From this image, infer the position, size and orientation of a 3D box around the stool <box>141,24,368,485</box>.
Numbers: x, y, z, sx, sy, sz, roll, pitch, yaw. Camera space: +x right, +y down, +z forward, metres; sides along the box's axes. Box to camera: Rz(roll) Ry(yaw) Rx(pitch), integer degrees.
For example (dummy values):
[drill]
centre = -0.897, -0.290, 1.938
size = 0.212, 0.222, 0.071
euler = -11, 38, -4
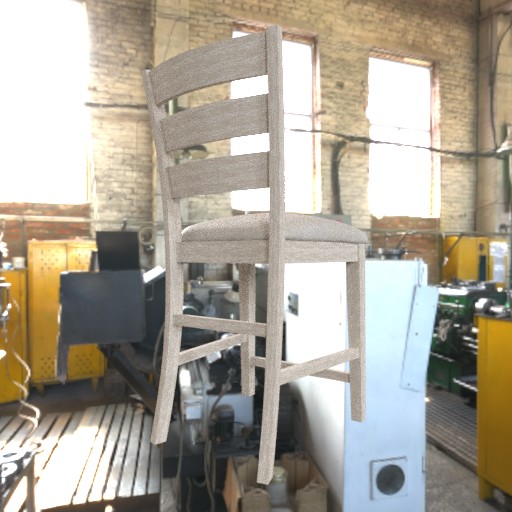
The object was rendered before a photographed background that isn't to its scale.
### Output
[stool]
centre = 0.000, 0.000, 1.304
size = 0.484, 1.032, 0.569
euler = 0, 1, 35
